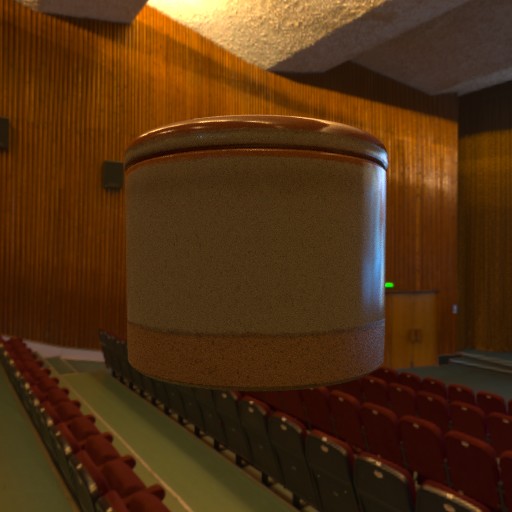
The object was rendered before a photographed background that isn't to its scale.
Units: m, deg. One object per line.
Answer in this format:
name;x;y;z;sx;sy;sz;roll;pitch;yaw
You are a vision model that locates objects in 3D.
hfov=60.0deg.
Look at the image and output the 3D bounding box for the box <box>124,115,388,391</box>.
box;0.000;0.000;0.215;0.123;0.100;0.123;0;0;0
